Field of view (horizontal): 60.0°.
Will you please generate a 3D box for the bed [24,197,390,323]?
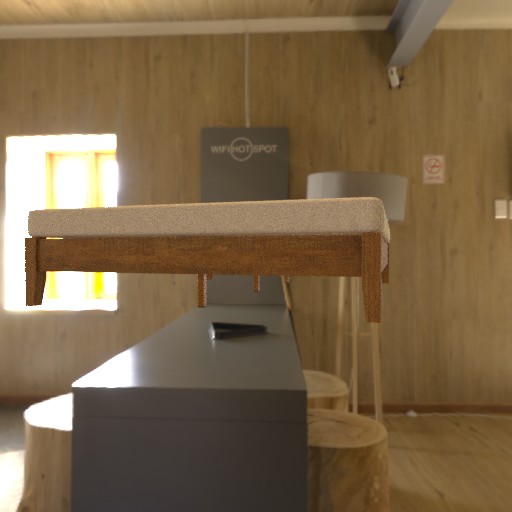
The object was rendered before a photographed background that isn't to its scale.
[{"bbox_3d":[0.000,0.000,2.684,1.536,0.431,2.016,0,1,17],"label":"bed"}]
